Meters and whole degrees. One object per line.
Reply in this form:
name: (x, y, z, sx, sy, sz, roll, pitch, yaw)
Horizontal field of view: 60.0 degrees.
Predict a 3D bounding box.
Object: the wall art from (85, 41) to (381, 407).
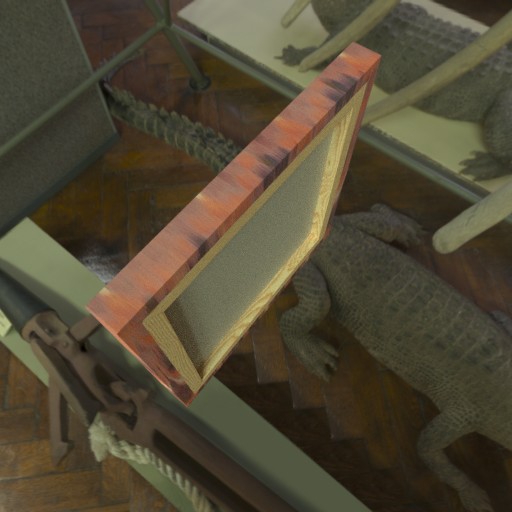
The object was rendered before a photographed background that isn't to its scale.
wall art: (0.000, 0.000, 0.606, 0.038, 0.406, 0.403, 35, 69, 16)
